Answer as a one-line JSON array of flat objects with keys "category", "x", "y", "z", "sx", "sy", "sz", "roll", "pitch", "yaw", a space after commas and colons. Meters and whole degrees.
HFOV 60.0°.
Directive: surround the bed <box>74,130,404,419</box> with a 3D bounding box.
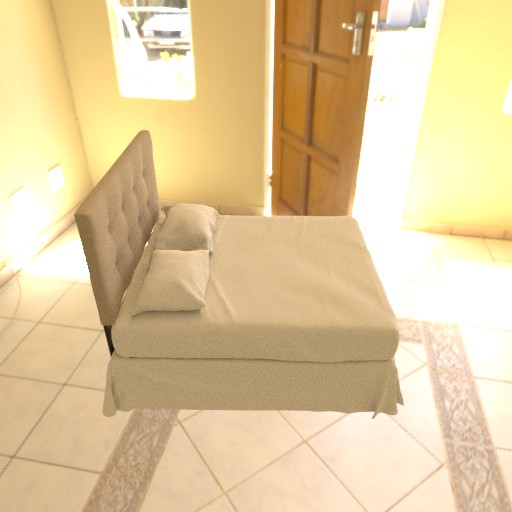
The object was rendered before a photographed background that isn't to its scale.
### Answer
[{"category": "bed", "x": 0.000, "y": 0.000, "z": 3.595, "sx": 2.222, "sy": 1.577, "sz": 1.936, "roll": 1, "pitch": 32, "yaw": 1}]
